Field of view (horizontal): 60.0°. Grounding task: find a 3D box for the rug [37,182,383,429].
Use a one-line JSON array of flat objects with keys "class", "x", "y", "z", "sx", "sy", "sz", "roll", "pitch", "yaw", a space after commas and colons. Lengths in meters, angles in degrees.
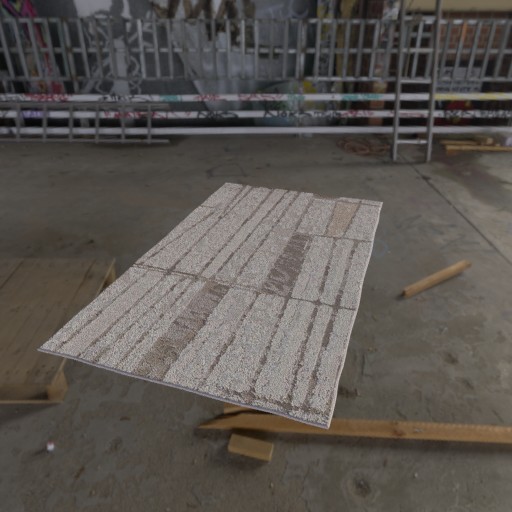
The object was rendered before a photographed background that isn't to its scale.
[{"class": "rug", "x": 0.000, "y": 0.000, "z": 1.055, "sx": 0.515, "sy": 0.007, "sz": 0.867, "roll": 10, "pitch": 31, "yaw": 16}]
